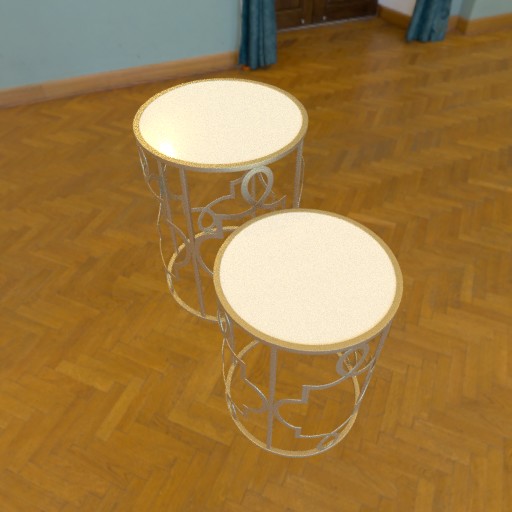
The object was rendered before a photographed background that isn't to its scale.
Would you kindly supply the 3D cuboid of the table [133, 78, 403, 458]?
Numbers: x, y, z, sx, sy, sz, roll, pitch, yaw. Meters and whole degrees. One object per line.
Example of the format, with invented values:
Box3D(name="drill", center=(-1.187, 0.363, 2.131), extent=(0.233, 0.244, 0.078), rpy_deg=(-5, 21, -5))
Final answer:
Box3D(name="table", center=(0.000, 0.000, 1.142), extent=(0.420, 0.564, 0.846), rpy_deg=(-17, 49, -16))
